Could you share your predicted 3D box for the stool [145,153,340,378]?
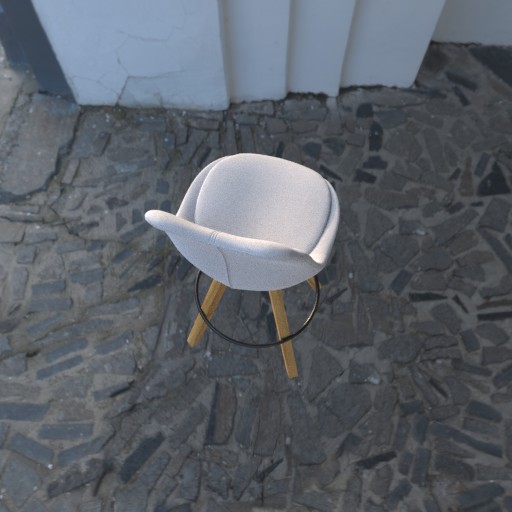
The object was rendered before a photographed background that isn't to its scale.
[{"bbox_3d":[0.000,0.000,1.432,0.484,1.115,0.550,16,63,8],"label":"stool"}]
